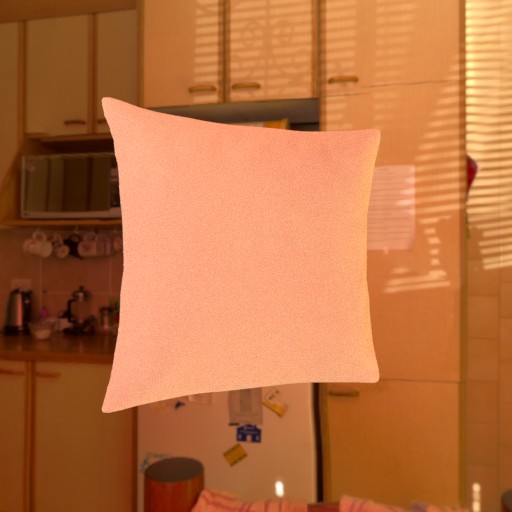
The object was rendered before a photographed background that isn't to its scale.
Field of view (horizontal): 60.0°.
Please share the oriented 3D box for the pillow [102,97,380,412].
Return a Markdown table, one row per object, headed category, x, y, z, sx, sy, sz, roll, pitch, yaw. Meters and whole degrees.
| category | x | y | z | sx | sy | sz | roll | pitch | yaw |
| --- | --- | --- | --- | --- | --- | --- | --- | --- | --- |
| pillow | 0.000 | 0.000 | 0.800 | 0.526 | 0.507 | 0.166 | 0 | 0 | -20 |
